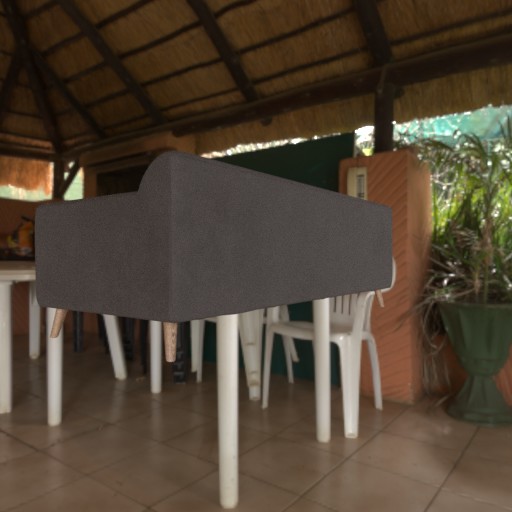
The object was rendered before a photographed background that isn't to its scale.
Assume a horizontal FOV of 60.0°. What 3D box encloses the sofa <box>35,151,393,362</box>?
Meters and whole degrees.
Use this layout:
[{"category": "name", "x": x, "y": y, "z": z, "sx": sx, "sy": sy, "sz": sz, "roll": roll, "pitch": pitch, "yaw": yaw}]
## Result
[{"category": "sofa", "x": 0.000, "y": 0.000, "z": 2.617, "sx": 0.900, "sy": 0.740, "sz": 2.190, "roll": 0, "pitch": 0, "yaw": 36}]
